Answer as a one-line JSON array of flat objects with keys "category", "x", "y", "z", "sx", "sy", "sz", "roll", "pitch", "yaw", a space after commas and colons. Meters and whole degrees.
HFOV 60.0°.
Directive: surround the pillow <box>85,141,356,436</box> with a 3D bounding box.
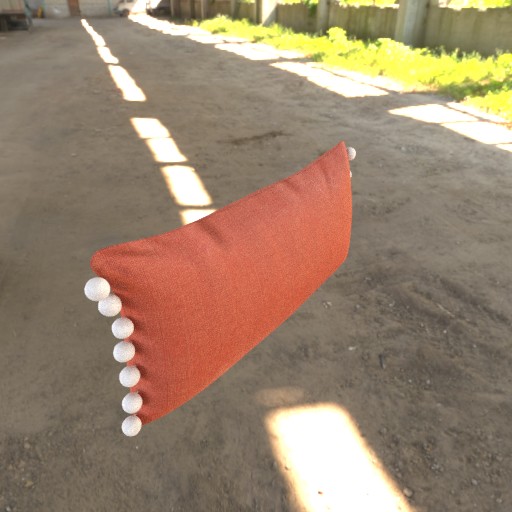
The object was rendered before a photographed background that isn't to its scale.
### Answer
[{"category": "pillow", "x": 0.000, "y": 0.000, "z": 0.838, "sx": 0.201, "sy": 0.322, "sz": 0.709, "roll": 21, "pitch": 36, "yaw": 31}]
